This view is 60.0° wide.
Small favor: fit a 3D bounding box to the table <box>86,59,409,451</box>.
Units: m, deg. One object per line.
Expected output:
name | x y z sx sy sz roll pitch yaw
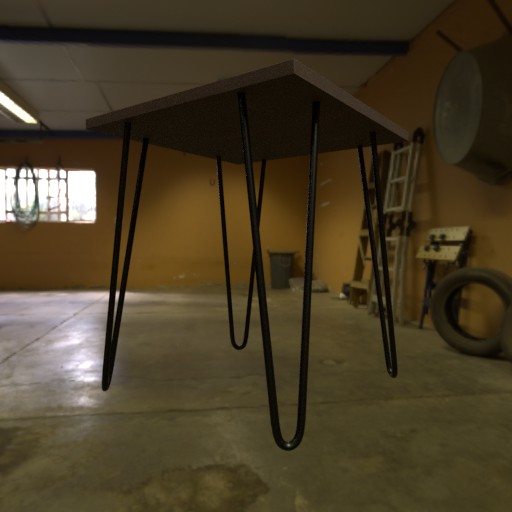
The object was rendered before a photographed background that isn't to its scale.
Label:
table | 0.000 0.000 0.960 0.495 0.559 0.495 1 2 36
